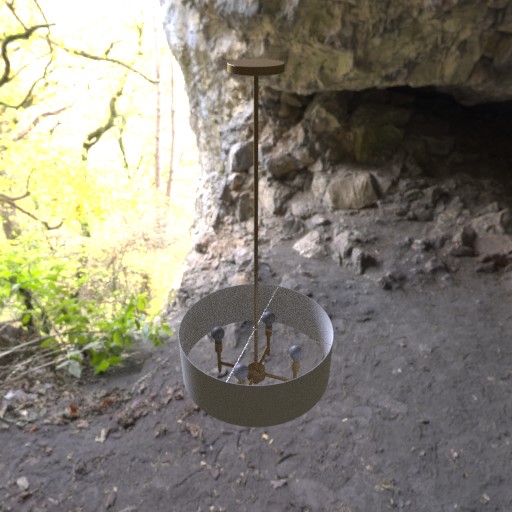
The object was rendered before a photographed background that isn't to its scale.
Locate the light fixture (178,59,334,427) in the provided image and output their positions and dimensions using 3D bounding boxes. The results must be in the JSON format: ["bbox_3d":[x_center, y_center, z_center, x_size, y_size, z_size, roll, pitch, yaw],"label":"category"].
[{"bbox_3d":[0.000,0.000,1.323,0.508,1.067,0.508,0,31,0],"label":"light fixture"}]
